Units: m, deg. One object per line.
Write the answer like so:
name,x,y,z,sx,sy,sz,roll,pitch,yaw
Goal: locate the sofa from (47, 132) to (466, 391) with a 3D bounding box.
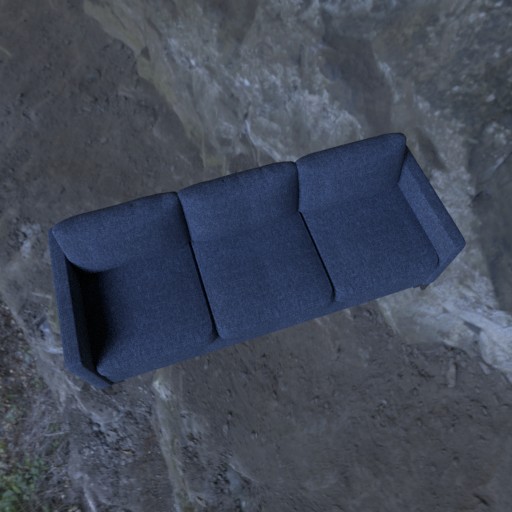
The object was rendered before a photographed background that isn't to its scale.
sofa,0.000,0.000,2.671,2.218,0.874,0.859,-16,64,-8
